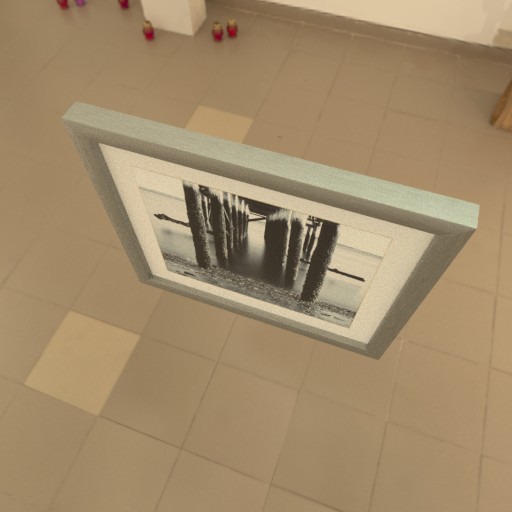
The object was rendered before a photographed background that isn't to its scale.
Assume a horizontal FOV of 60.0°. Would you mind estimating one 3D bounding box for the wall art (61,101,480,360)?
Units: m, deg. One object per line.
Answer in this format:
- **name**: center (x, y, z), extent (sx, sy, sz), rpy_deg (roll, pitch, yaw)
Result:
- **wall art**: center (0.000, 0.000, 0.531), extent (0.380, 0.330, 0.028), rpy_deg (17, 60, 10)
